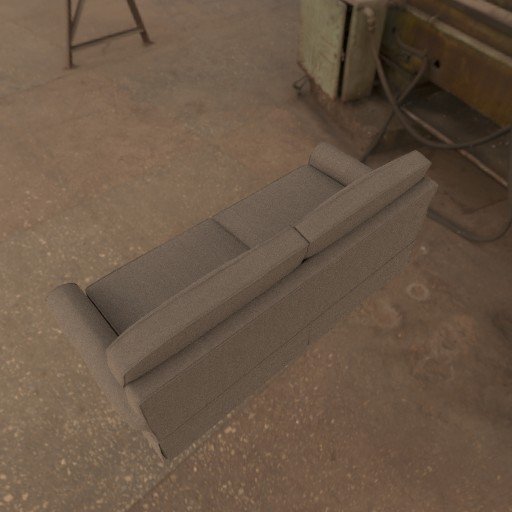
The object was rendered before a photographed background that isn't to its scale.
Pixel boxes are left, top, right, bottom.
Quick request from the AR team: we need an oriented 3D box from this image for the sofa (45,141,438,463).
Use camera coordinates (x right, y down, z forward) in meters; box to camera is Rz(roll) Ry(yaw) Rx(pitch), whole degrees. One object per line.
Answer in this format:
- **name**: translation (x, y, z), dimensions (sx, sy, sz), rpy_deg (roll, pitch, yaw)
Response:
- **sofa**: translation (0.000, 0.000, 2.696), dimensions (2.248, 0.943, 0.991), rpy_deg (-33, 56, -26)
